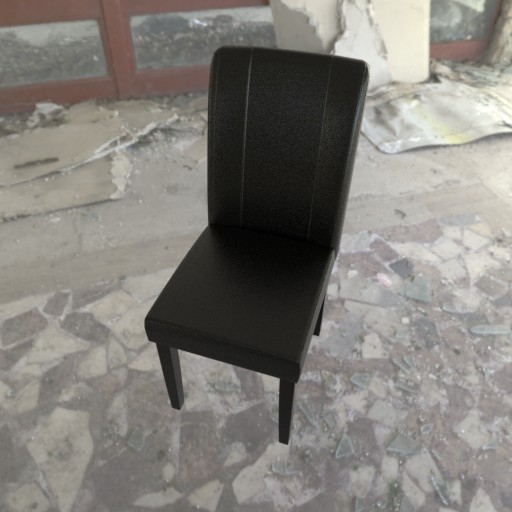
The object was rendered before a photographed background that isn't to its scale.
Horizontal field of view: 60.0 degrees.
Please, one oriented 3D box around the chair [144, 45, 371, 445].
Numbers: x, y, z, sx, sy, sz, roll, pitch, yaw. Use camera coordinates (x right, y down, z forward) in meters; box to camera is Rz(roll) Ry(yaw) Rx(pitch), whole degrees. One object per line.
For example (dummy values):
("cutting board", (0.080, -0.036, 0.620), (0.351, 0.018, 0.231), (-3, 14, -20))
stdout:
("chair", (0.000, 0.000, 1.184), (0.399, 0.897, 0.556), (13, 43, 14))
